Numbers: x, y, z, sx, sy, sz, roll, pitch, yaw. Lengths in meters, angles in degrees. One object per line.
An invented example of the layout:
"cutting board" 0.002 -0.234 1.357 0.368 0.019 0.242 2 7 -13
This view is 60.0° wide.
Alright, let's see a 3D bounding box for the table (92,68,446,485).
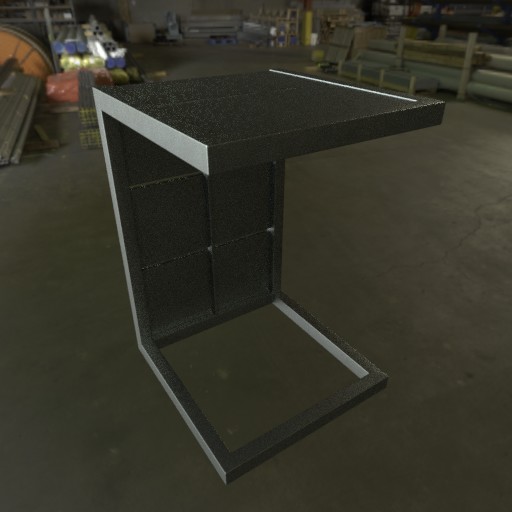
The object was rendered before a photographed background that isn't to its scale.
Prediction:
"table" 0.000 0.000 0.870 0.405 0.609 0.420 -19 35 -29
